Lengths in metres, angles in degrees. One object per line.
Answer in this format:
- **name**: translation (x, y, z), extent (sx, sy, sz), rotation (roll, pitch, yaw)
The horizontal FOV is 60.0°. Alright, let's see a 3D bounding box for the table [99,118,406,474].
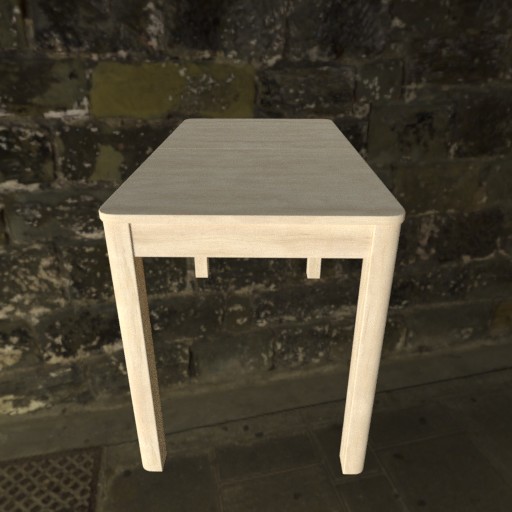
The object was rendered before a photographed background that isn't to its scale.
- **table**: translation (0.000, 0.000, 1.872), extent (0.750, 0.900, 1.400), rotation (0, 26, 1)
